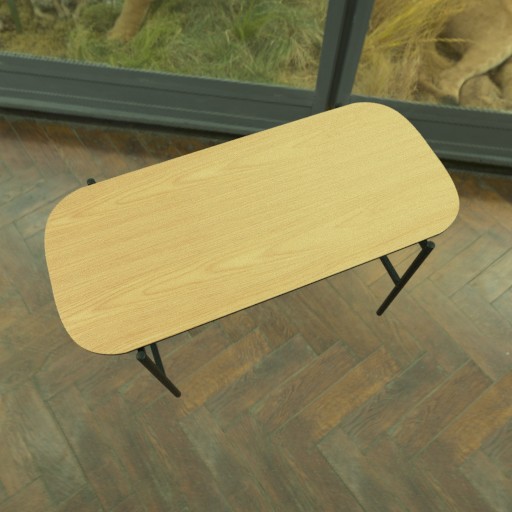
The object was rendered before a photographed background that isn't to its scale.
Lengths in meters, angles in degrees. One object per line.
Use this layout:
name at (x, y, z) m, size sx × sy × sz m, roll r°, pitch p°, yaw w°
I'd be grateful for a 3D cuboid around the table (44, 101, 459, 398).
table at (0.000, 0.000, 1.046) m, size 0.800 × 0.400 × 0.400 m, roll -20°, pitch 65°, yaw -10°
